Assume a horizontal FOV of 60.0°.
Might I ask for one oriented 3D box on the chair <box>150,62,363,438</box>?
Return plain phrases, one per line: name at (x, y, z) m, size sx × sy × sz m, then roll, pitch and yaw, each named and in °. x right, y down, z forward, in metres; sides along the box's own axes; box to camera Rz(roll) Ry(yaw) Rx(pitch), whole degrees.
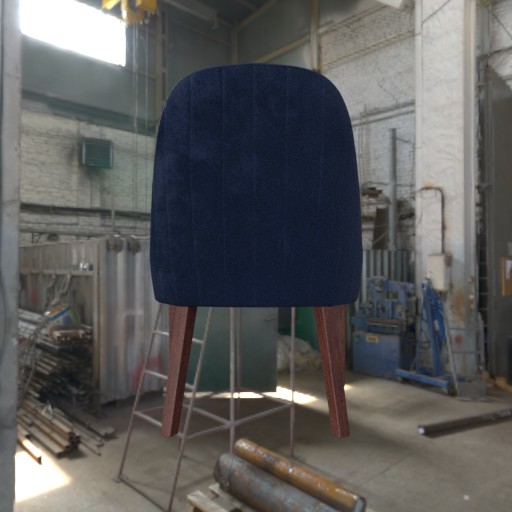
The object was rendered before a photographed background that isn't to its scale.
chair at (0.000, 0.000, 1.291) m, size 0.643 × 0.889 × 0.575 m, roll 0°, pitch -1°, yaw 1°
